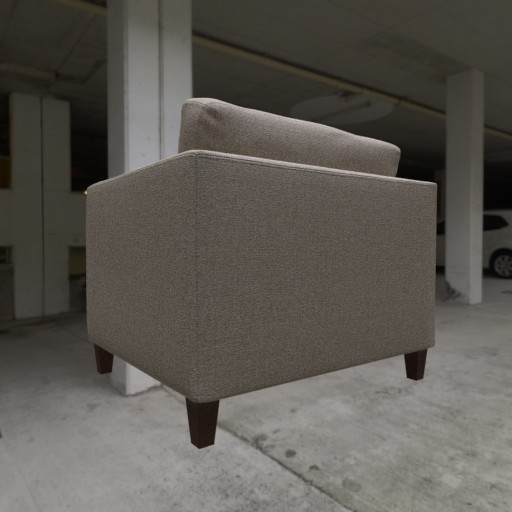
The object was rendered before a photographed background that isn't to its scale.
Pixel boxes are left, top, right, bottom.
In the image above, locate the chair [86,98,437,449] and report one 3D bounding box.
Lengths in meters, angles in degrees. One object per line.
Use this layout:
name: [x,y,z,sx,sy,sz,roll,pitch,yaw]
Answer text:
chair: [0.000,0.000,1.782,1.107,0.961,0.959,-1,2,-37]
